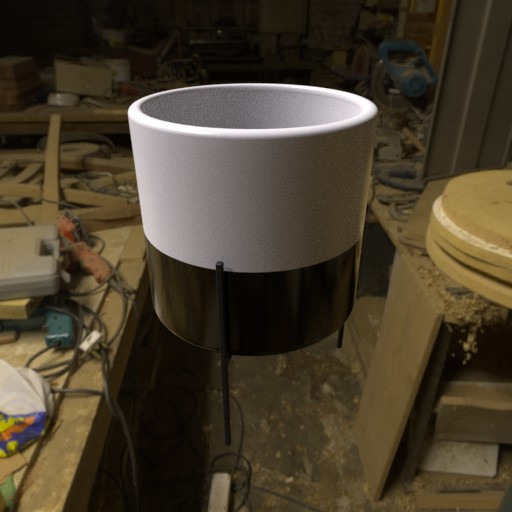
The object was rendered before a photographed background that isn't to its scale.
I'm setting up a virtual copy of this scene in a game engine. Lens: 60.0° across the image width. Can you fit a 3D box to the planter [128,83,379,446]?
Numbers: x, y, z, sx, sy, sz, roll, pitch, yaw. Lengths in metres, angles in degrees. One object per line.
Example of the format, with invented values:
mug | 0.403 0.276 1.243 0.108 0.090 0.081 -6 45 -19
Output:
planter | 0.000 0.000 0.647 0.310 0.432 0.310 -1 30 -1
